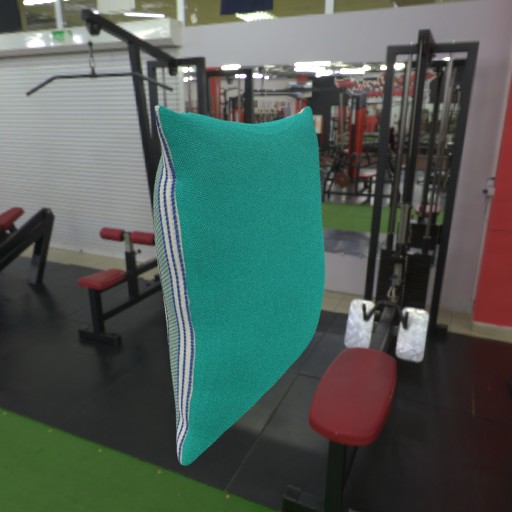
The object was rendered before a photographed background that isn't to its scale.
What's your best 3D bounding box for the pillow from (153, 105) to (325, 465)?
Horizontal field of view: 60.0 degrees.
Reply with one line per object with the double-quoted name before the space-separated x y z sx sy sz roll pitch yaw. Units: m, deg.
"pillow" 0.000 0.000 0.676 0.182 0.441 0.440 9 19 25
